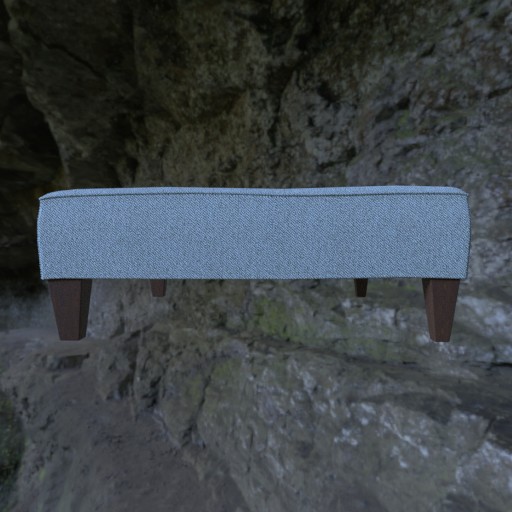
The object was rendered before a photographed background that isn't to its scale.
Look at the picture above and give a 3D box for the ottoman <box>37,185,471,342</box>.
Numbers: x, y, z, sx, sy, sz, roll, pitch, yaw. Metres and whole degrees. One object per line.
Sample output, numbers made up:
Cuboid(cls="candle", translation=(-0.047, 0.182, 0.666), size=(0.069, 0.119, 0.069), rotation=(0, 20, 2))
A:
Cuboid(cls="ottoman", translation=(0.000, 0.000, 1.495), size=(1.004, 0.379, 0.968), rotation=(0, 2, 1))
